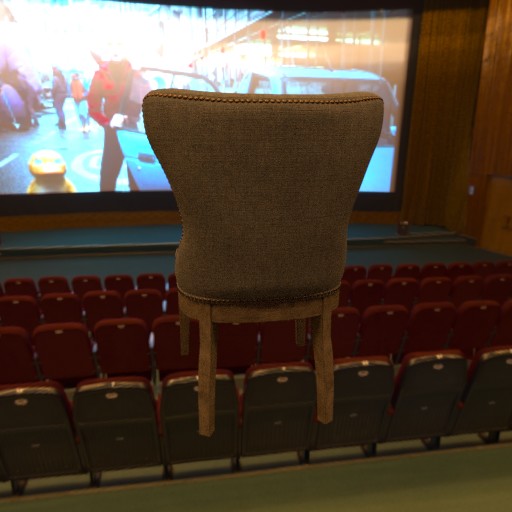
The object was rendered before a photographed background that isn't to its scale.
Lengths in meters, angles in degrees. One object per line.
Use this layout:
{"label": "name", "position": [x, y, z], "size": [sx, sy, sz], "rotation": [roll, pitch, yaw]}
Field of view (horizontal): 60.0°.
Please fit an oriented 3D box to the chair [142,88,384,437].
{"label": "chair", "position": [0.000, 0.000, 1.478], "size": [0.654, 1.002, 0.681], "rotation": [-2, 15, -9]}
